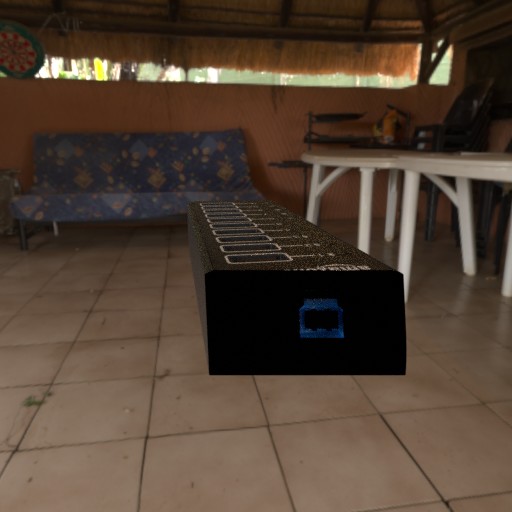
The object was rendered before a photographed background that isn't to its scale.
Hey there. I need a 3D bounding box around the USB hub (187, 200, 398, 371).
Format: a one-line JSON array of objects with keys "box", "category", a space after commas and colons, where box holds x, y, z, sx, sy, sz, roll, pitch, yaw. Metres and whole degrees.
[{"box": [0.000, 0.000, 0.160, 0.044, 0.023, 0.145, -3, 14, -10], "category": "USB hub"}]
